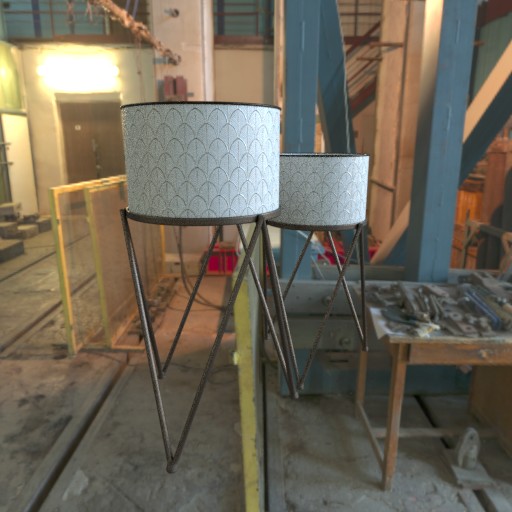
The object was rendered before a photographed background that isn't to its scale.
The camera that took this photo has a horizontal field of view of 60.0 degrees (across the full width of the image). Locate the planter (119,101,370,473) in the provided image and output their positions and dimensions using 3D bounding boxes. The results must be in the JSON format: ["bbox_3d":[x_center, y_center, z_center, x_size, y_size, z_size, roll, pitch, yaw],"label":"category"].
[{"bbox_3d":[0.000,0.000,1.158,0.769,0.712,0.413,-14,20,-43],"label":"planter"}]
